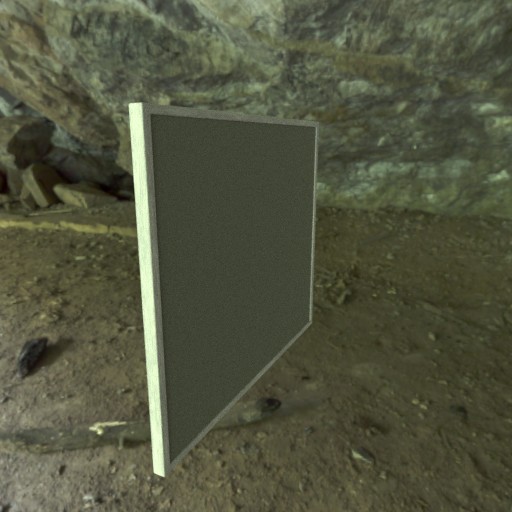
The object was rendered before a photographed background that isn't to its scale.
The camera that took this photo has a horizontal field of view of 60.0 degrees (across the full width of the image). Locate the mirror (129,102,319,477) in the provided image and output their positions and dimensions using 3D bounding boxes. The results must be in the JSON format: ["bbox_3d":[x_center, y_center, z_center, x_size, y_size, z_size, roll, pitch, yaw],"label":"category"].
[{"bbox_3d":[0.000,0.000,1.137,0.028,0.689,0.839,7,16,26],"label":"mirror"}]
